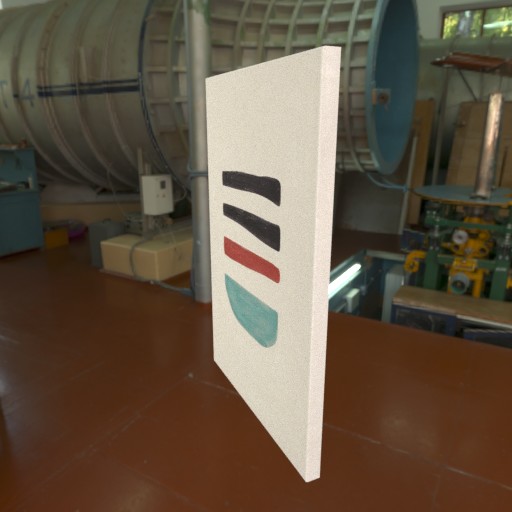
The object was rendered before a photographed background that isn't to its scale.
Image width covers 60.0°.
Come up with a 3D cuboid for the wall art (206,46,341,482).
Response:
[{"bbox_3d":[0.000,0.000,1.152,0.038,0.912,0.607,-8,18,-24],"label":"wall art"}]
